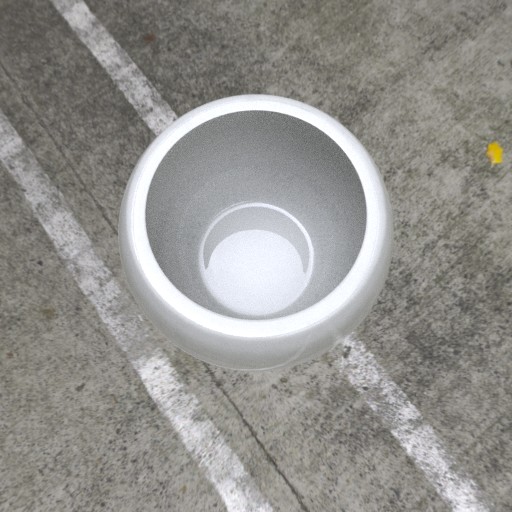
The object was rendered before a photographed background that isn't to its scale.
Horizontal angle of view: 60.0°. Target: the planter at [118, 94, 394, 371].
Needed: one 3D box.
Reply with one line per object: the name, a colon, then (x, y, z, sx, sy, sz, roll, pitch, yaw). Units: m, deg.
planter: (0.000, 0.000, 0.443, 0.222, 0.278, 0.222, 0, 76, 0)
